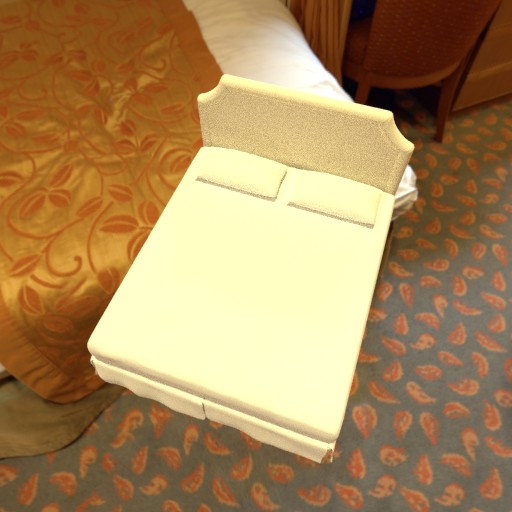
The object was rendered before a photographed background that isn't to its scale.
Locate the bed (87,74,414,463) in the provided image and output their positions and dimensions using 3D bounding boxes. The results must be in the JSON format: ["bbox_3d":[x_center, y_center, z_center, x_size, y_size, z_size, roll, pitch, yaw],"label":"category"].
[{"bbox_3d":[0.000,0.000,4.084,2.350,1.590,2.773,17,59,10],"label":"bed"}]
